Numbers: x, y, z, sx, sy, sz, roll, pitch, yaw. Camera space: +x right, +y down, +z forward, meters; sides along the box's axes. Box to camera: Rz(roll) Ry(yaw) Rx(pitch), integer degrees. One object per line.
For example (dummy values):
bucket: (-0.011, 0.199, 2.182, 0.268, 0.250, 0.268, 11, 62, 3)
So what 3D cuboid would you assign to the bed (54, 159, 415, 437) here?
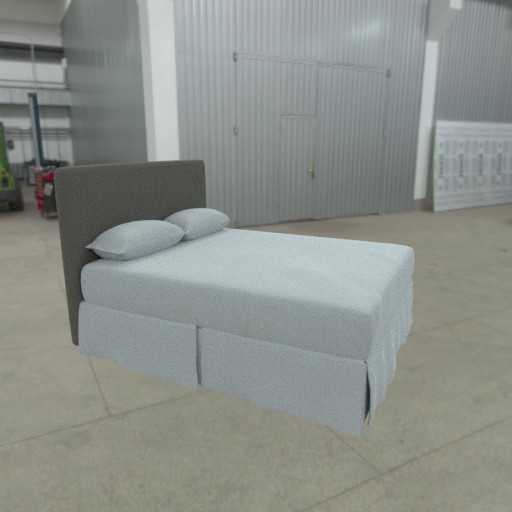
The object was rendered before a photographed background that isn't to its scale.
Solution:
bed: (0.000, 0.000, 3.281, 2.142, 1.330, 1.748, 7, 16, 25)
